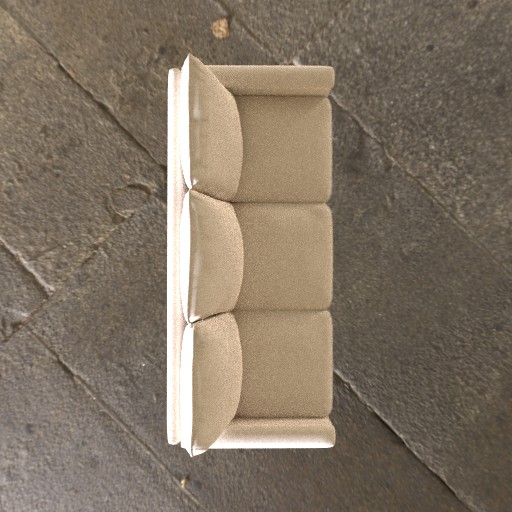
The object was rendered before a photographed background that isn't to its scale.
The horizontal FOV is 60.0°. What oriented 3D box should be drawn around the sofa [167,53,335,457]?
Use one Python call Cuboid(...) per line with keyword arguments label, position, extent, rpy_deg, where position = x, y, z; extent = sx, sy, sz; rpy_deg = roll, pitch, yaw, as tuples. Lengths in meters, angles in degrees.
Cuboid(label="sofa", position=(0.000, 0.000, 2.363), extent=(0.828, 0.961, 1.925), rpy_deg=(0, 89, 0))
